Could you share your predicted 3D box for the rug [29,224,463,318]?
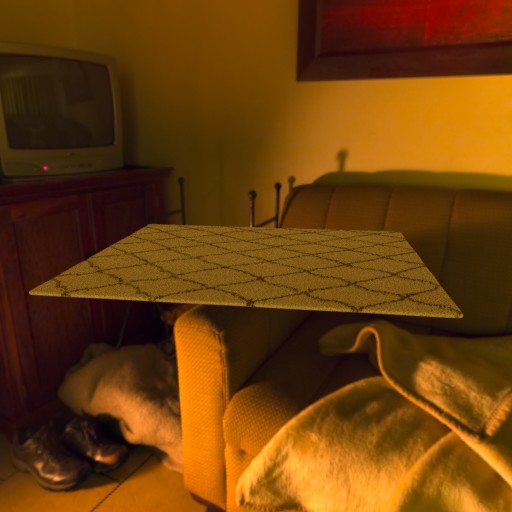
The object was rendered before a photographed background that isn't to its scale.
[{"bbox_3d":[0.000,0.000,4.205,3.047,0.029,2.438,2,16,8],"label":"rug"}]
